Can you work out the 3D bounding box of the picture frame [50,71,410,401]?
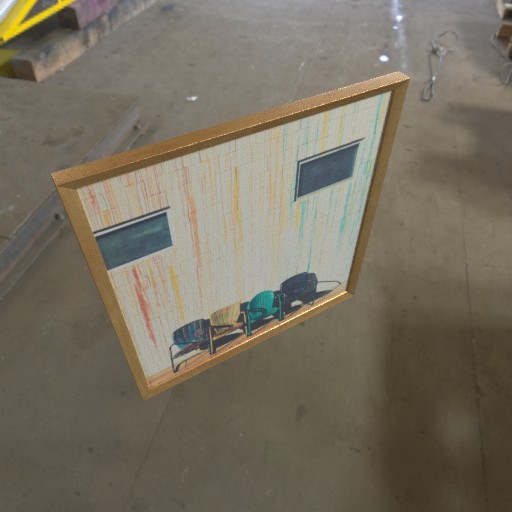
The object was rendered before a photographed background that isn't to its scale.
[{"bbox_3d":[0.000,0.000,1.122,0.758,0.761,0.037,-23,51,-20],"label":"picture frame"}]
